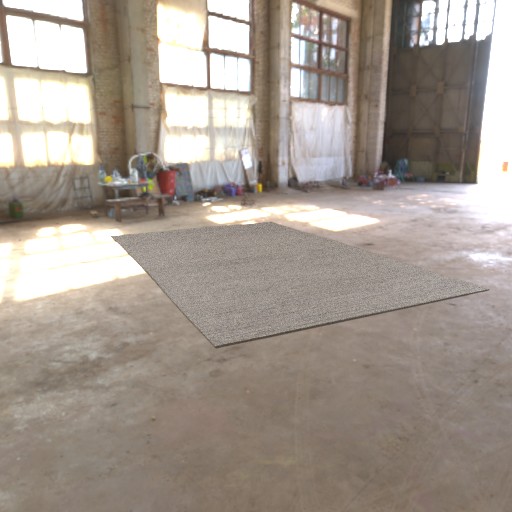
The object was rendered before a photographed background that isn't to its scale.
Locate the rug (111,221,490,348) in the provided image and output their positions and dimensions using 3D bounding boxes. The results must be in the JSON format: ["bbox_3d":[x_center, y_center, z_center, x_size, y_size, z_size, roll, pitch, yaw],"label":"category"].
[{"bbox_3d":[0.000,0.000,2.272,1.162,0.022,1.804,-7,15,-26],"label":"rug"}]
